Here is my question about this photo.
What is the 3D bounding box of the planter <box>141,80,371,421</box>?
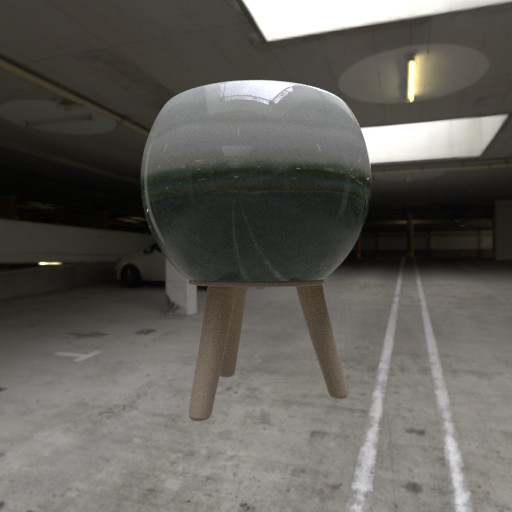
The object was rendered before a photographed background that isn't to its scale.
[{"bbox_3d":[0.000,0.000,0.439,0.222,0.278,0.222,0,0,0],"label":"planter"}]
